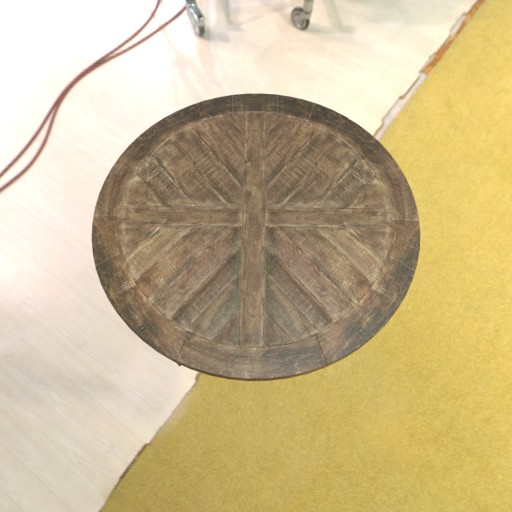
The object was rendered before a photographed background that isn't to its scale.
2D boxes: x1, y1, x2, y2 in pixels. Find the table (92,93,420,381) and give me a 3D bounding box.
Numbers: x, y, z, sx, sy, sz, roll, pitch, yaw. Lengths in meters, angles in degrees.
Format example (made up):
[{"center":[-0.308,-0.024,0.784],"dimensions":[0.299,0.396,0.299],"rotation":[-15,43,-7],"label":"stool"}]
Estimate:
[{"center":[0.000,0.000,2.066],"dimensions":[1.264,0.762,1.264],"rotation":[0,64,0],"label":"table"}]
